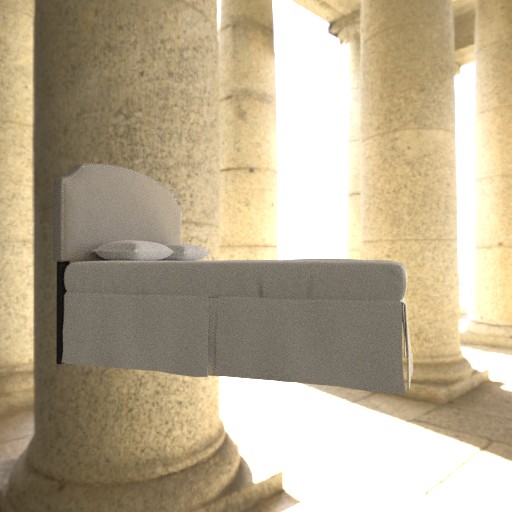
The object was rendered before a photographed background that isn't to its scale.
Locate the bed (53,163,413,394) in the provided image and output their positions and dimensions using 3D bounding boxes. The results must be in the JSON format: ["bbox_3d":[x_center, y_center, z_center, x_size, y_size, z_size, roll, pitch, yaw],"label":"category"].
[{"bbox_3d":[0.000,0.000,2.996,1.999,1.270,1.558,0,0,17],"label":"bed"}]
